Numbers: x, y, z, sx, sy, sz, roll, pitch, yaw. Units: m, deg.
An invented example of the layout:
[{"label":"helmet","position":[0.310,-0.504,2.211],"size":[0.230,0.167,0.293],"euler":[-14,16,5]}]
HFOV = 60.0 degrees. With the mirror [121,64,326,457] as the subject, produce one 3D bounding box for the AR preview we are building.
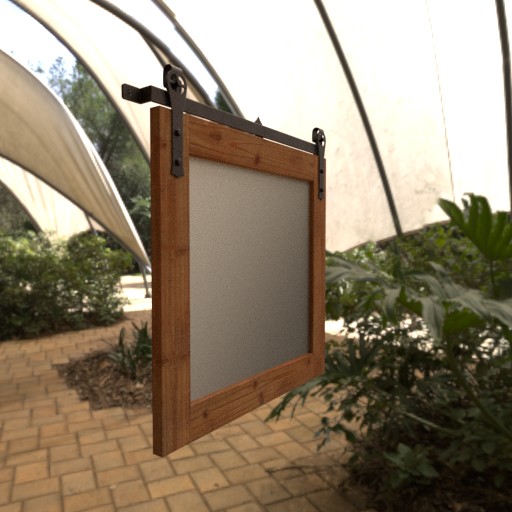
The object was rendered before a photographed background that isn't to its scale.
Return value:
[{"label":"mirror","position":[0.000,0.000,1.173],"size":[0.054,0.800,0.805],"euler":[2,3,36]}]
